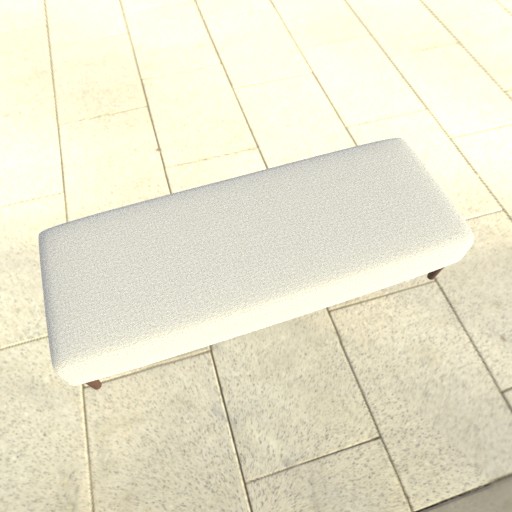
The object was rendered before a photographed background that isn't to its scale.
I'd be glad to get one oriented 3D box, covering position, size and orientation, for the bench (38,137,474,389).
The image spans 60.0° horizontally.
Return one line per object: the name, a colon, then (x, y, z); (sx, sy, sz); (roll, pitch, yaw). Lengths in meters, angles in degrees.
bench: (0.000, 0.000, 1.843); (1.598, 0.383, 0.631); (-16, 60, -10)
